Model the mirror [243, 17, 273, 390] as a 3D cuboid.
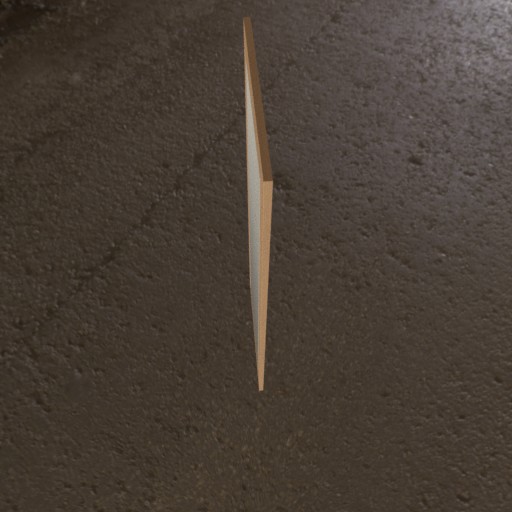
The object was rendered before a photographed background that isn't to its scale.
[{"bbox_3d":[0.000,0.000,2.285,0.026,2.031,0.812,-4,58,-3],"label":"mirror"}]
